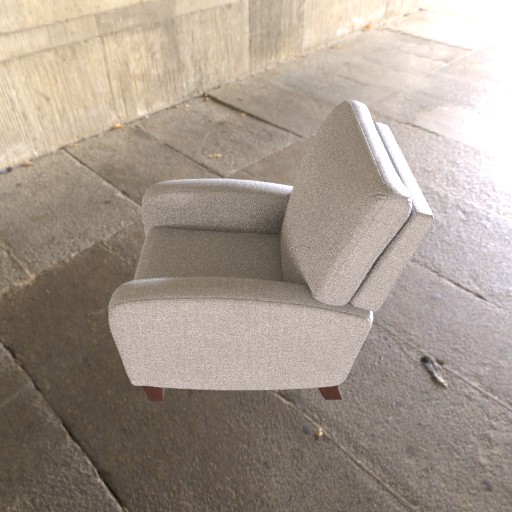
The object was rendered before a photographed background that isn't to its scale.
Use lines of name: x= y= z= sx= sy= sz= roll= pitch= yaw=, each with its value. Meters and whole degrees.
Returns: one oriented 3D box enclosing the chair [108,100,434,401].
chair: x=0.000 y=0.000 z=1.711 sx=0.990 sy=0.990 sz=0.762 roll=0 pitch=42 yaw=0
